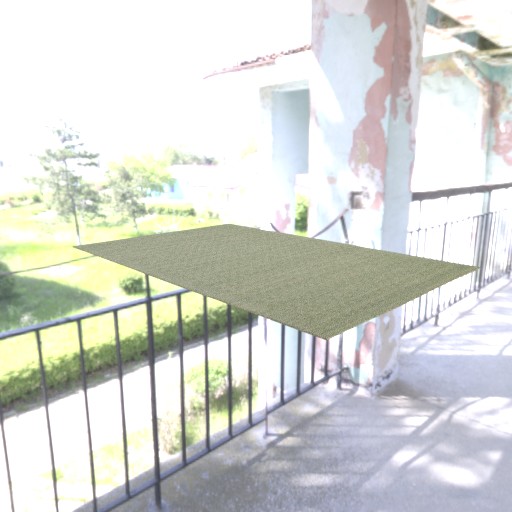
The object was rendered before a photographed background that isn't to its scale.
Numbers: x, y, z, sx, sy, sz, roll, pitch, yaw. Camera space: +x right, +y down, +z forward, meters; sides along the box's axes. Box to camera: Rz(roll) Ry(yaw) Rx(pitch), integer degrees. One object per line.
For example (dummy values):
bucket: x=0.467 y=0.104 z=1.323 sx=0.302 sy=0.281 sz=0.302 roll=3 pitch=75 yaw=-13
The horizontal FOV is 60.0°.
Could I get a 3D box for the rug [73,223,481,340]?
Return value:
rug: x=0.000 y=0.000 z=2.229 sx=1.143 sy=0.006 sz=1.747 roll=-13 pitch=18 yaw=-43
